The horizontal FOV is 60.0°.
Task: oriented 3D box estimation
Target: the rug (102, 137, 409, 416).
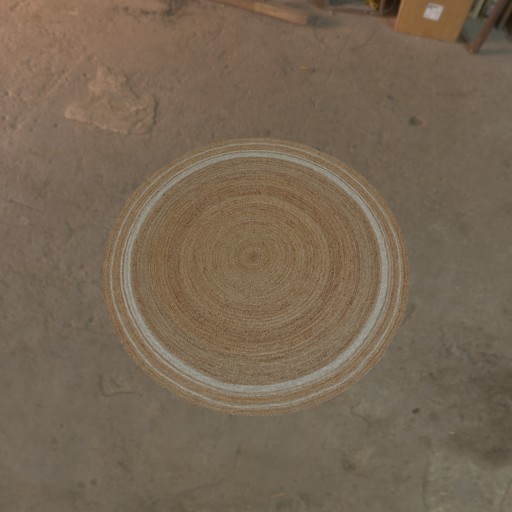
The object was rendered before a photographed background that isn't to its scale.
[{"bbox_3d":[0.000,0.000,3.572,2.444,0.015,2.444,0,64,0],"label":"rug"}]
